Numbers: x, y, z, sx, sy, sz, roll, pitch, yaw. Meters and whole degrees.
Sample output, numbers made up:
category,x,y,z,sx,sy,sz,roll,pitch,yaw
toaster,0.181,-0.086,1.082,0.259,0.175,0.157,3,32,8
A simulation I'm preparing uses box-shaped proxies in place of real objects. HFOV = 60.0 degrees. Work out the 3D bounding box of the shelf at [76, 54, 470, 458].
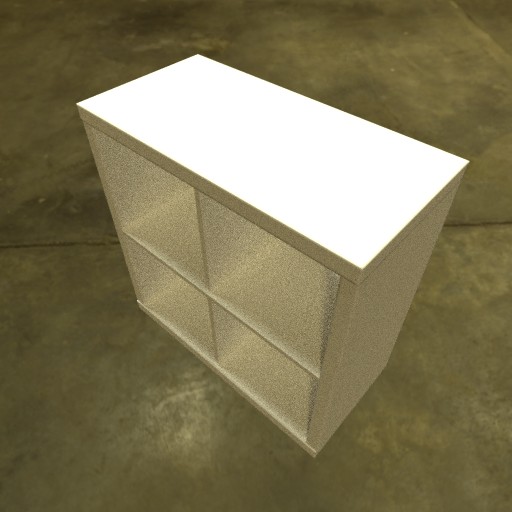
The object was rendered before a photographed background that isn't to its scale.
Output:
category,x,y,z,sx,sy,sz,roll,pitch,yaw
shelf,0.000,0.000,1.245,0.790,0.786,0.390,33,54,28
